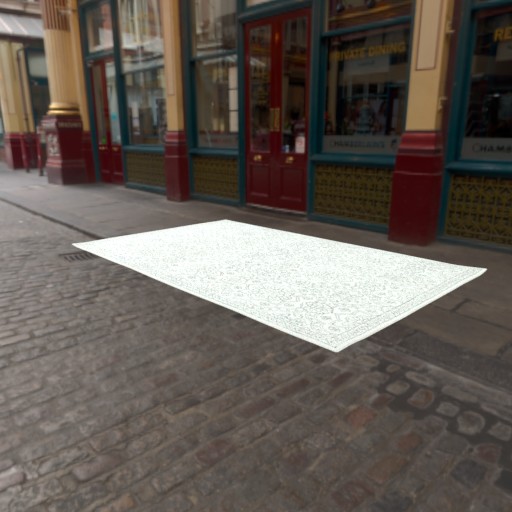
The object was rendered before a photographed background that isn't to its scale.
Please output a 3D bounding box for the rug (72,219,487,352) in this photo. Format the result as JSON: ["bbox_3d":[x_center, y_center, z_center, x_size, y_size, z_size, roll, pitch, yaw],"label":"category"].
[{"bbox_3d":[0.000,0.000,2.991,1.518,0.023,2.434,-14,20,-42],"label":"rug"}]
